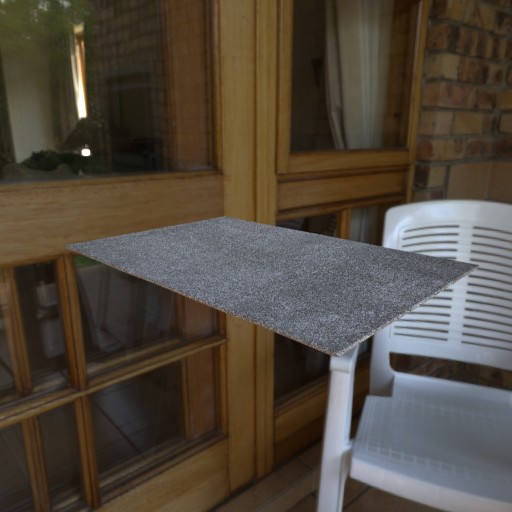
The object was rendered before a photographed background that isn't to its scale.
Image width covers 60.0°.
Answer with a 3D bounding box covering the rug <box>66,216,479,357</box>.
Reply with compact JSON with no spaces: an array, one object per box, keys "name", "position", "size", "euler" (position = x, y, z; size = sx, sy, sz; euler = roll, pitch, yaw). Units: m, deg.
[{"name":"rug","position":[0.000,0.000,3.437],"size":[2.699,0.026,1.802],"euler":[15,21,42]}]
